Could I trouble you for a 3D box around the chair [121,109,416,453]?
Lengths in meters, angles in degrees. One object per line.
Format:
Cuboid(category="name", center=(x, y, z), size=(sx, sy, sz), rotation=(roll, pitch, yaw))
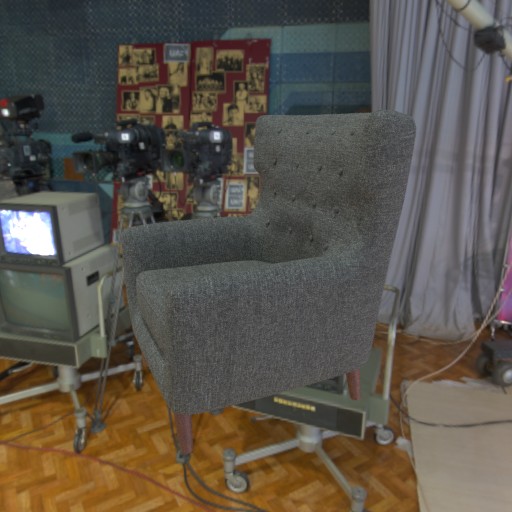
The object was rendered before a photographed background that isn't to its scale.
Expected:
Cuboid(category="chair", center=(0.000, 0.000, 1.720), size=(0.904, 1.063, 0.878), rotation=(-8, 18, -24))
